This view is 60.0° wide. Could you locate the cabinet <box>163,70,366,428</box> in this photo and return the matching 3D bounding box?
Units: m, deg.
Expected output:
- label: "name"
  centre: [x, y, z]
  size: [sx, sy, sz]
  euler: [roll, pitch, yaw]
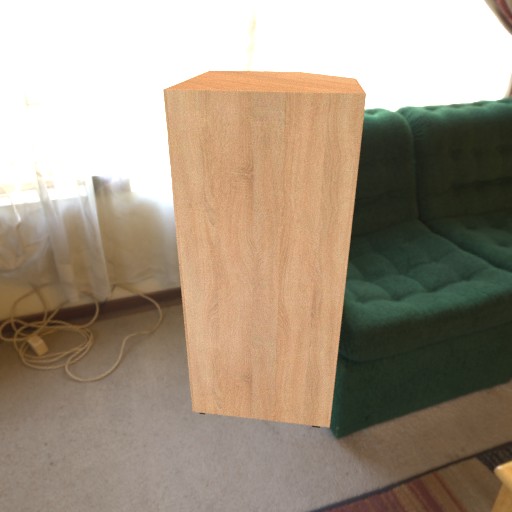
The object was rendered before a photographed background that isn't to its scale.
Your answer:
- label: "cabinet"
  centre: [0.000, 0.000, 2.870]
  size: [1.094, 2.120, 1.327]
  euler: [-19, 33, -32]
